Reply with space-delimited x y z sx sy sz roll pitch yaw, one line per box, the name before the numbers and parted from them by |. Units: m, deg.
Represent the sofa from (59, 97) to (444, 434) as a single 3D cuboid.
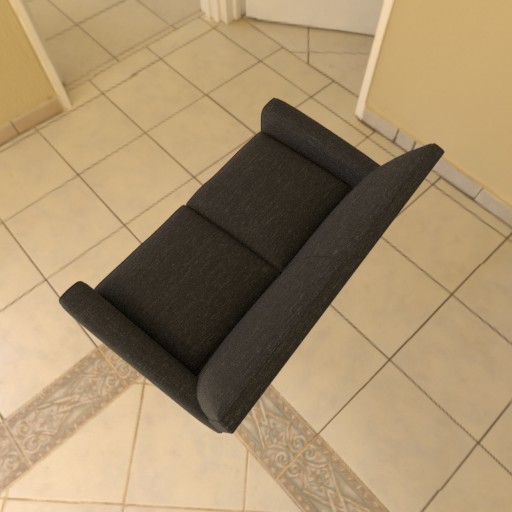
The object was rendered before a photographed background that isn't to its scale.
sofa | 0.000 0.000 2.008 0.875 0.846 1.420 35 67 17
